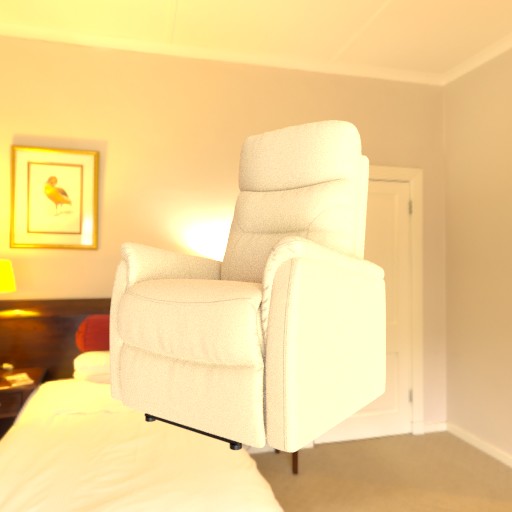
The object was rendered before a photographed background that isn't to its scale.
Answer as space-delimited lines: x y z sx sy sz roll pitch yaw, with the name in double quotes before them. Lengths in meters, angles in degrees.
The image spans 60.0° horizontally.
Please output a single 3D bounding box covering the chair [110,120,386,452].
"chair" 0.000 0.000 1.636 0.775 1.082 0.831 0 -1 37
